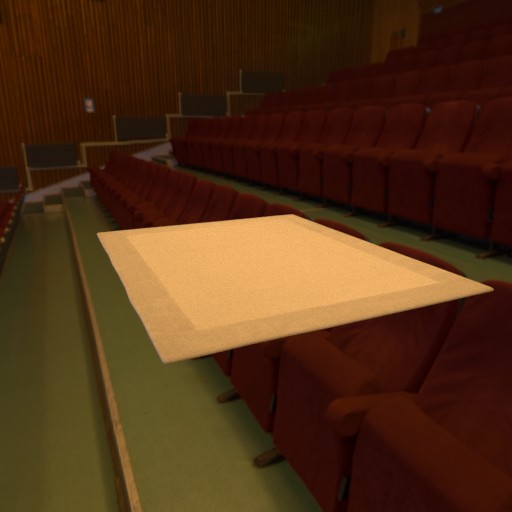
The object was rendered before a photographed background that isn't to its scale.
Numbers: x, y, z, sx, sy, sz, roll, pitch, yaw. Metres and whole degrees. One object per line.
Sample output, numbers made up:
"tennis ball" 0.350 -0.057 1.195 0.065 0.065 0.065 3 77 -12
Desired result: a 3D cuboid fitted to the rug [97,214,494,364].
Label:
"rug" 0.000 0.000 3.998 2.430 0.018 2.976 -8 18 -24
